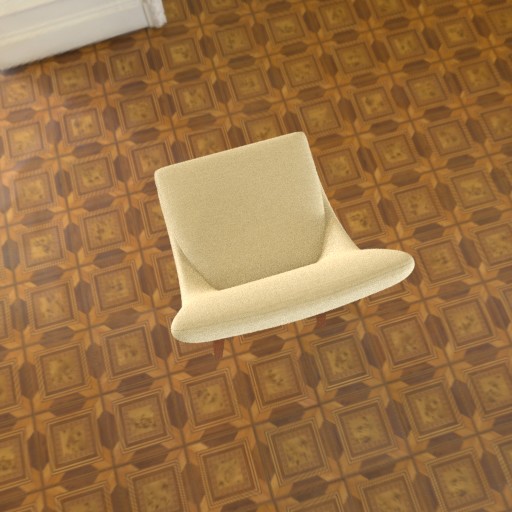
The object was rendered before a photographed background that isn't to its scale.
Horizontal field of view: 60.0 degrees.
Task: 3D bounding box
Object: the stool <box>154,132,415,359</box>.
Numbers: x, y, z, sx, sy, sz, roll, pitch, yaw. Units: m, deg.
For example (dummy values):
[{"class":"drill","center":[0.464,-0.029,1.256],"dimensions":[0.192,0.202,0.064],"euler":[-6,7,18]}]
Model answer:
[{"class":"stool","center":[0.000,0.000,1.348],"dimensions":[0.470,1.097,0.559],"euler":[-16,74,-5]}]
